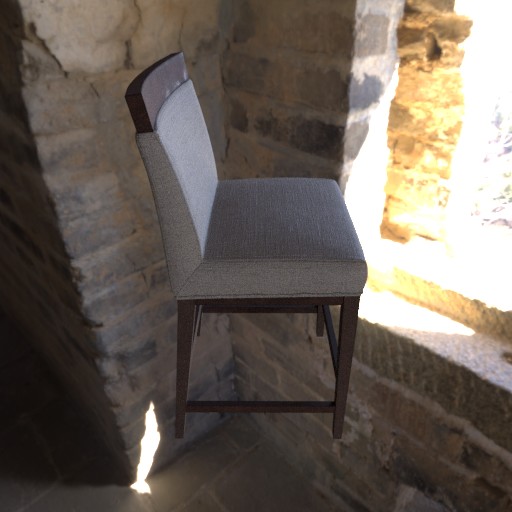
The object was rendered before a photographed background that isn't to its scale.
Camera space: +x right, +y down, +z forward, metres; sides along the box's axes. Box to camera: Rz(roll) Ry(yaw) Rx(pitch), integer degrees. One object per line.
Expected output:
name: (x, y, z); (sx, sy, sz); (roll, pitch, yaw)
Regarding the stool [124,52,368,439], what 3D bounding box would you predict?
stool: (0.000, 0.000, 1.274); (0.531, 1.009, 0.512); (0, 32, 0)
